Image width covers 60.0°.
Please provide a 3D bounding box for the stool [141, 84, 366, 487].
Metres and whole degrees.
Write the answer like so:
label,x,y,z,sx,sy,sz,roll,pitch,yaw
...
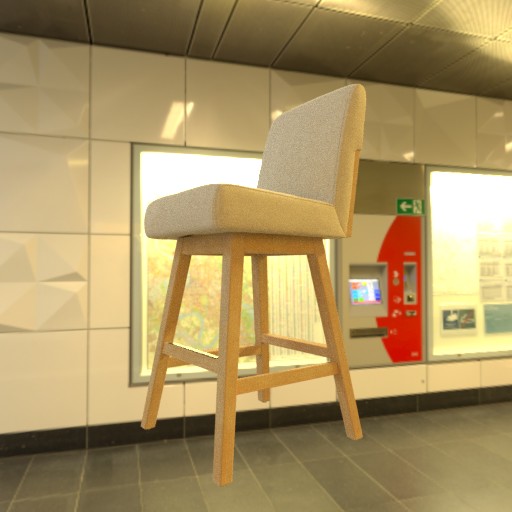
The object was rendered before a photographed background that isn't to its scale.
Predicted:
label,x,y,z,sx,sy,sz,roll,pitch,yaw
stool,0.000,0.000,1.292,0.543,1.015,0.446,1,-2,-36
